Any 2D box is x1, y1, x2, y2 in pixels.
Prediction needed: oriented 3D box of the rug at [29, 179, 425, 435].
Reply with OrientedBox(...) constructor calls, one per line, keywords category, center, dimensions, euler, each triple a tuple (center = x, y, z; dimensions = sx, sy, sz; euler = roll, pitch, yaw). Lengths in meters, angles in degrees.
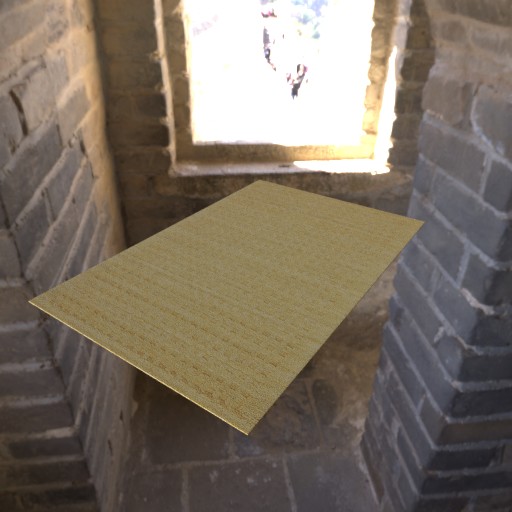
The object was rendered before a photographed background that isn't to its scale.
OrientedBox(category="rug", center=(0.000, 0.000, 2.924), dimensions=(1.524, 0.006, 2.286), euler=(20, 36, 30))
